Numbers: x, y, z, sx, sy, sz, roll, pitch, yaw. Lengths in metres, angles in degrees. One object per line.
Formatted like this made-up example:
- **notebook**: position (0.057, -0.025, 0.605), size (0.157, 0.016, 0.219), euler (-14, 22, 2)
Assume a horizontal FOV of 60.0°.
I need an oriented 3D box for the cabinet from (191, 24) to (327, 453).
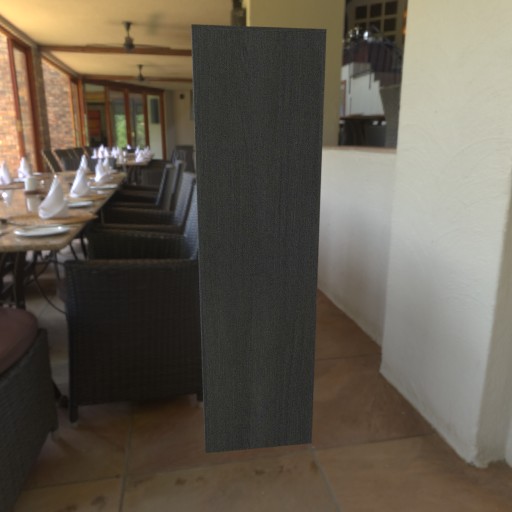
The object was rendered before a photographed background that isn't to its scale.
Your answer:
- **cabinet**: position (0.000, 0.000, 1.954), size (0.500, 1.790, 0.230), euler (-2, 14, -8)
